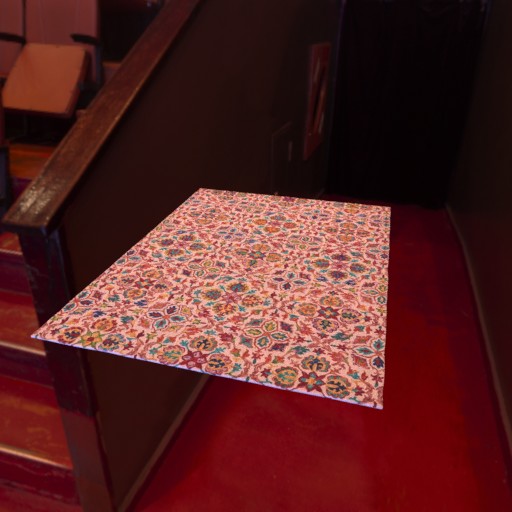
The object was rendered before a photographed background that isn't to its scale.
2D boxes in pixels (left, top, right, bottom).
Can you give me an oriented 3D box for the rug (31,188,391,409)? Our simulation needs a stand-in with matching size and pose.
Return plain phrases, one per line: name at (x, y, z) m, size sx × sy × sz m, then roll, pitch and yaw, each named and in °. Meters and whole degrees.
rug at (0.000, 0.000, 4.234) m, size 2.446 × 0.020 × 3.215 m, roll 8°, pitch 29°, yaw 14°
